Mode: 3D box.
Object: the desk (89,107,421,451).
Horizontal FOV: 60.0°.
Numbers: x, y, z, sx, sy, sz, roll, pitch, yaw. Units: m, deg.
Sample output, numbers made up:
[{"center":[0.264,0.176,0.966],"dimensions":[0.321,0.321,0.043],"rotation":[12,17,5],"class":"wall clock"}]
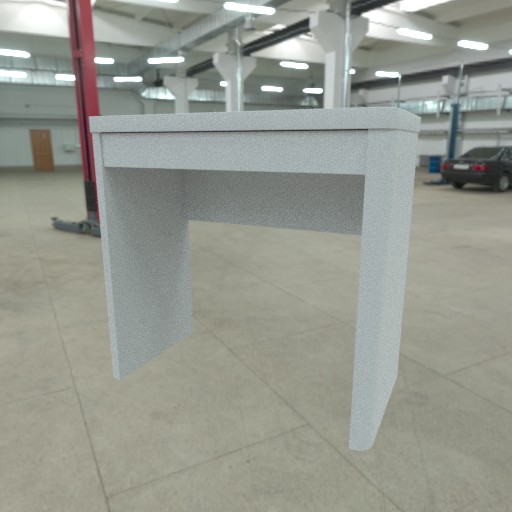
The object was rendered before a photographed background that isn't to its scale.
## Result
[{"center":[0.000,0.000,1.271],"dimensions":[0.790,0.760,0.446],"rotation":[7,16,25],"class":"desk"}]
